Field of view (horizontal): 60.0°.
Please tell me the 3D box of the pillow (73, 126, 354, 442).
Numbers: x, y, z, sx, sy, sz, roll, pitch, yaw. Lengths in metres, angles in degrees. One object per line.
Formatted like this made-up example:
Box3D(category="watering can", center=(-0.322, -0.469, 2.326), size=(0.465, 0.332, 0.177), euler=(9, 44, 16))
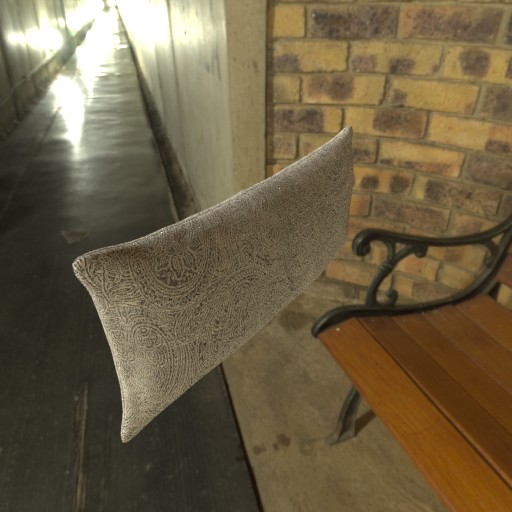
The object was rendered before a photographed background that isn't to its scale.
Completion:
Box3D(category="pillow", center=(0.000, 0.000, 0.729), size=(0.151, 0.295, 0.615), euler=(22, 38, 31))
